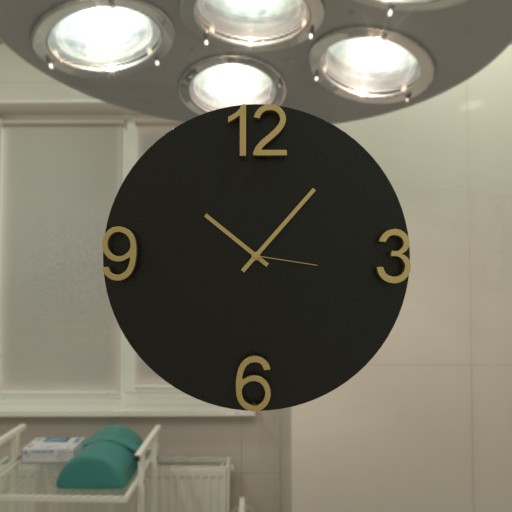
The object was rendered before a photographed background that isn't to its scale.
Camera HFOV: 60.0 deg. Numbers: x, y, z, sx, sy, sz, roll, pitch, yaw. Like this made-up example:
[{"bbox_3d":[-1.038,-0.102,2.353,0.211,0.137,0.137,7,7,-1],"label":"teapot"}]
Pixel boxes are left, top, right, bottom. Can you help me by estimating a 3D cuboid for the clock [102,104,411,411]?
[{"bbox_3d":[0.000,0.000,0.657,0.454,0.454,0.038,0,-2,1],"label":"clock"}]
